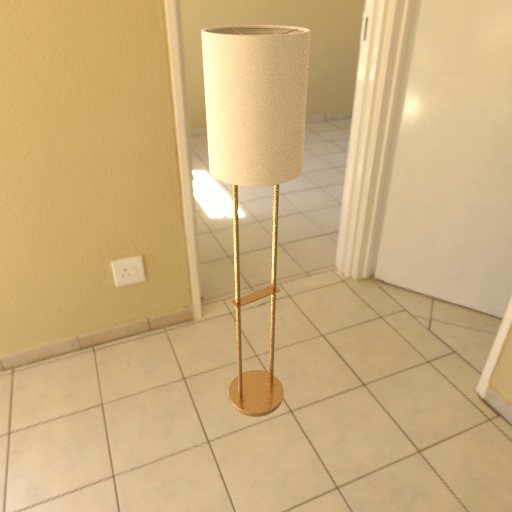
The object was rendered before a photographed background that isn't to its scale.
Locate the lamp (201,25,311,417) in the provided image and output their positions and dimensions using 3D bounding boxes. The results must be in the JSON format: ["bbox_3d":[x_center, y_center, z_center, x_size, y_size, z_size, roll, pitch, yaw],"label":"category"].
[{"bbox_3d":[0.000,0.000,1.643,0.306,1.500,0.305,-19,37,-27],"label":"lamp"}]
